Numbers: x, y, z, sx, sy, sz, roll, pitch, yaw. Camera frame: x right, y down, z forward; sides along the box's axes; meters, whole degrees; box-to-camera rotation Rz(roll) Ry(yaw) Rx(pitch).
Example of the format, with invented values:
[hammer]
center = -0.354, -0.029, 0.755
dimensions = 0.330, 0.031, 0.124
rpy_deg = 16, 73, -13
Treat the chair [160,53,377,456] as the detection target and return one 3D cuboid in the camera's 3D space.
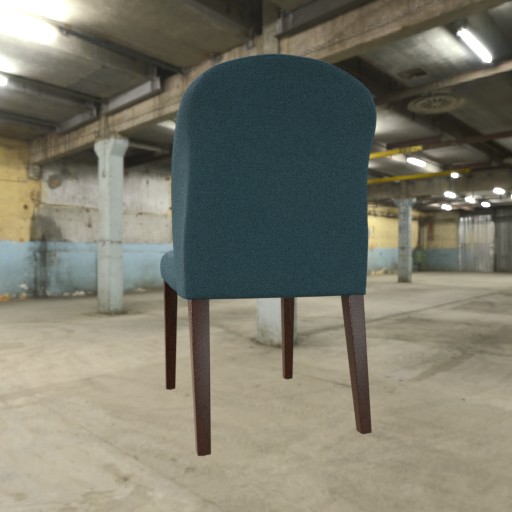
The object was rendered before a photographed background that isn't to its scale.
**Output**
[chair]
center = 0.000, 0.000, 1.264
dimensions = 0.507, 0.879, 0.620
rpy_deg = 0, -1, -18
